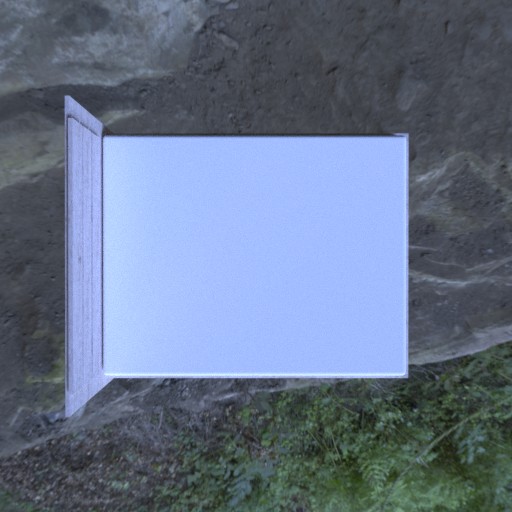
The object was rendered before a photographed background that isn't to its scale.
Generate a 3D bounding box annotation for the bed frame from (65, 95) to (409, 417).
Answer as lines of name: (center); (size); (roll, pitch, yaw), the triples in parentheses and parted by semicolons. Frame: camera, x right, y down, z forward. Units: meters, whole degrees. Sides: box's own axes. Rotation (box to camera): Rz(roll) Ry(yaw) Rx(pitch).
bed frame: (0.000, 0.000, 2.883); (2.080, 0.970, 1.750); (0, 90, 0)
